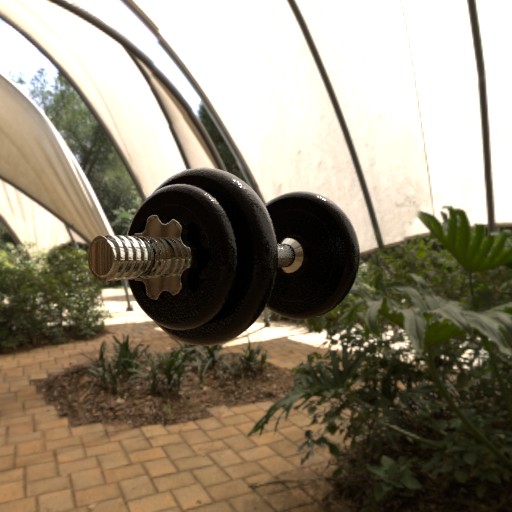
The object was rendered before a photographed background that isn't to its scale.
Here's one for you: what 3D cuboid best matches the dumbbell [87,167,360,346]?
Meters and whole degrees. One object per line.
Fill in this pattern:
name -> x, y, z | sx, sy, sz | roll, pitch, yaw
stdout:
dumbbell -> 0.000, 0.000, 0.603 | 0.202, 0.202, 0.497 | 0, 1, 34
